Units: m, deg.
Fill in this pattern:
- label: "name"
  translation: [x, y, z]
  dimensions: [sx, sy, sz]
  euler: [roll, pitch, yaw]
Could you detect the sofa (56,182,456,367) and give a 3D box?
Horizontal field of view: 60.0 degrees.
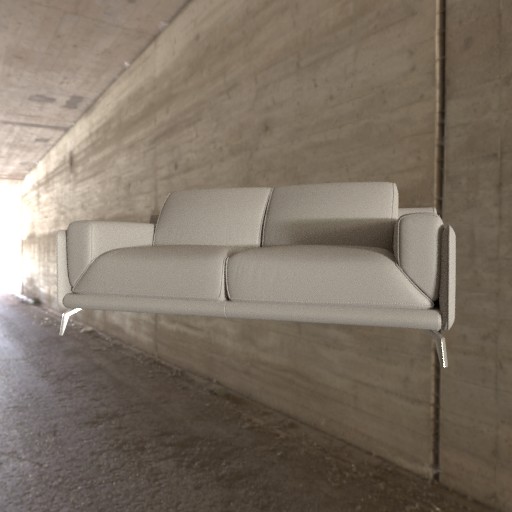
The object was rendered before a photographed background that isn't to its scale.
- label: "sofa"
  translation: [0.000, 0.000, 2.605]
  dimensions: [2.101, 0.930, 1.049]
  euler: [0, 1, 19]
